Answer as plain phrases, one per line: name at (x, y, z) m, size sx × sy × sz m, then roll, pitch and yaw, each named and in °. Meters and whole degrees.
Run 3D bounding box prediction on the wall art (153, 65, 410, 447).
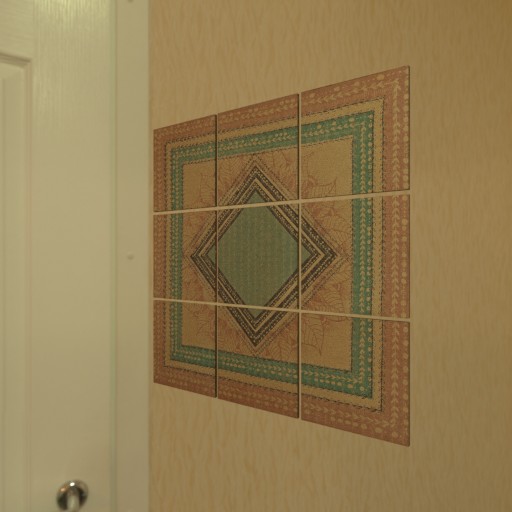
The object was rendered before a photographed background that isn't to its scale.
wall art at (0.000, 0.000, 1.773) m, size 1.215 × 1.213 × 0.013 m, roll 0°, pitch 0°, yaw 36°
